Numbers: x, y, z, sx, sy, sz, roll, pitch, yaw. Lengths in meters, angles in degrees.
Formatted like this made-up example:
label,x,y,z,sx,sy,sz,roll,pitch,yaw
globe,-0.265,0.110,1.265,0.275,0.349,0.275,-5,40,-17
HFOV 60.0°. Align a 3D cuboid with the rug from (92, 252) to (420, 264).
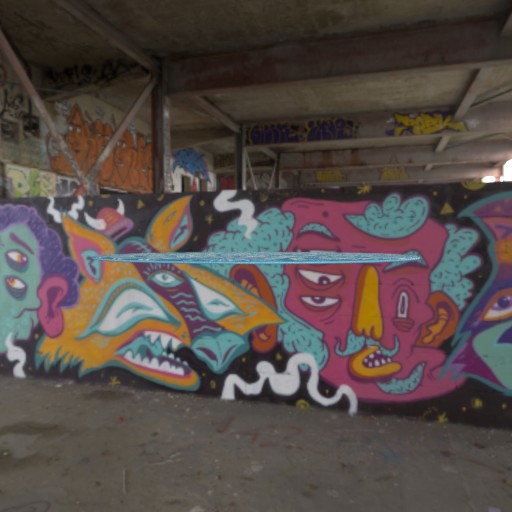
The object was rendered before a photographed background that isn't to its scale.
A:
label,x,y,z,sx,sy,sz,roll,pitch,yaw
rug,0.000,0.000,2.295,1.593,0.012,1.593,0,2,0
